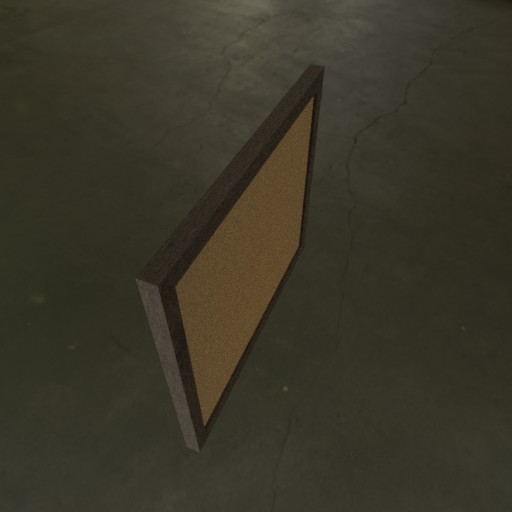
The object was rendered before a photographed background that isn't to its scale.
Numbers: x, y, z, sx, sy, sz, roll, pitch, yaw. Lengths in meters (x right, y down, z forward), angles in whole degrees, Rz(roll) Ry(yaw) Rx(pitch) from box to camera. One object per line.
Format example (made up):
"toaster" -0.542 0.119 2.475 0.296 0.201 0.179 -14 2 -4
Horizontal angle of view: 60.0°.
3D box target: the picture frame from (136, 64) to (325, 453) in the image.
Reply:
"picture frame" 0.000 0.000 0.779 0.026 0.455 0.546 18 49 16
